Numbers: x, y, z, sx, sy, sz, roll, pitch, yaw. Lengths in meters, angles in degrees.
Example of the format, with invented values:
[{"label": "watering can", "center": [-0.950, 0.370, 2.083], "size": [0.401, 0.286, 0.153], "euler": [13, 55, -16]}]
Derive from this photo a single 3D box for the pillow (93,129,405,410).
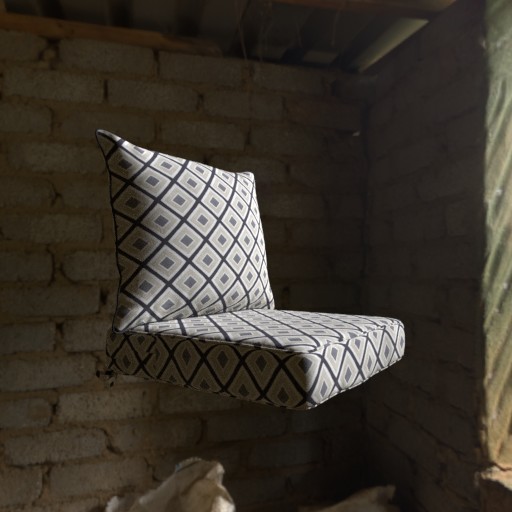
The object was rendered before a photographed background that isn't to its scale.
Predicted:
[{"label": "pillow", "center": [0.000, 0.000, 1.383], "size": [0.733, 0.722, 0.798], "euler": [-1, -2, 35]}]
